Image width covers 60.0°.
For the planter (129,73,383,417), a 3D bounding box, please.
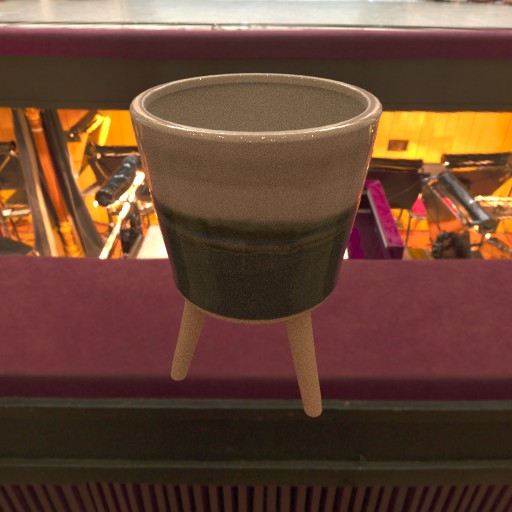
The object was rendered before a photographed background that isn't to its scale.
[{"bbox_3d":[0.000,0.000,0.477,0.217,0.331,0.217,1,33,1],"label":"planter"}]
